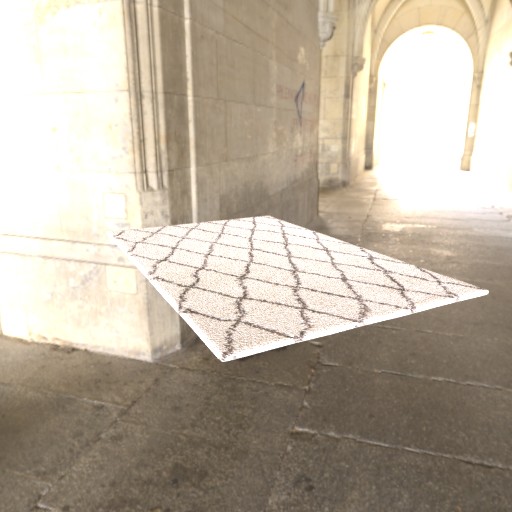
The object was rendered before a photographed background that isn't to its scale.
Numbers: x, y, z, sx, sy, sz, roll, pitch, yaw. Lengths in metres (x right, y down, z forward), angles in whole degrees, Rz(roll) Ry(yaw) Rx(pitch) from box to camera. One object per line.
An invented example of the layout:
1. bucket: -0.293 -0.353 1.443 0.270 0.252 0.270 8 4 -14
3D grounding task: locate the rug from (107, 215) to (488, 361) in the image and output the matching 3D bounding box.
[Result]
1. rug: 0.000 0.000 3.466 1.778 0.030 2.743 -8 18 -27
